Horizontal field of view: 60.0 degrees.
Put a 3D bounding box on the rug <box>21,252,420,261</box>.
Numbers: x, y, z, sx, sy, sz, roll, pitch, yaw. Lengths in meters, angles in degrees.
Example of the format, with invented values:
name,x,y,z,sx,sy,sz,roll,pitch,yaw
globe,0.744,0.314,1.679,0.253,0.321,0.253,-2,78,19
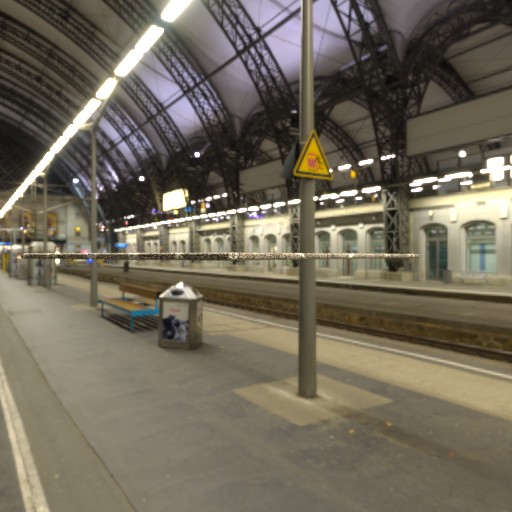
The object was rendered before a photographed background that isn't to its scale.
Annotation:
name,x,y,z,sx,sy,sz,roll,pitch,yaw
rug,0.000,0.000,3.035,1.524,0.030,2.438,0,0,36
